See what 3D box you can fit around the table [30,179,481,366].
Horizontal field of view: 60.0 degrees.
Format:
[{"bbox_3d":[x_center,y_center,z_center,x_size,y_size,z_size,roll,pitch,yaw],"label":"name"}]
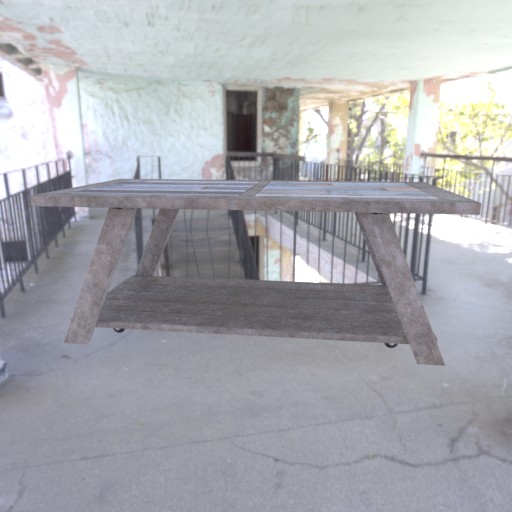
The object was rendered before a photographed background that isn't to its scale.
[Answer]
[{"bbox_3d":[0.000,0.000,1.538,1.219,0.470,0.610,2,15,7],"label":"table"}]
